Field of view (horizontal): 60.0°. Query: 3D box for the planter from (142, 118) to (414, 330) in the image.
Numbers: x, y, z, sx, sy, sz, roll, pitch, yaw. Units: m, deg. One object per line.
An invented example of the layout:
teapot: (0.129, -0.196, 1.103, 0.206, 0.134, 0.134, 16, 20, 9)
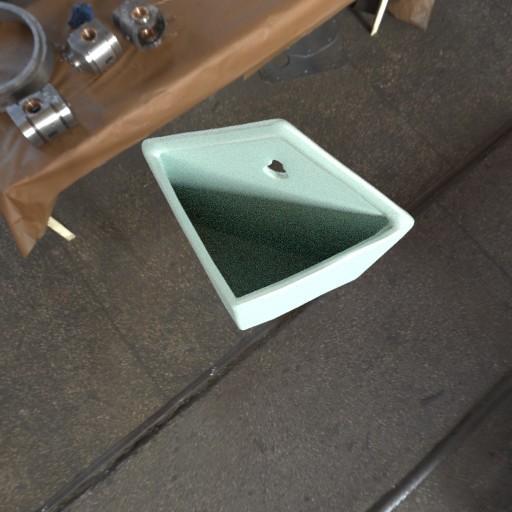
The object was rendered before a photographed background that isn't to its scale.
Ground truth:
planter: (0.000, 0.000, 0.279, 0.164, 0.197, 0.079, 17, 76, 4)
